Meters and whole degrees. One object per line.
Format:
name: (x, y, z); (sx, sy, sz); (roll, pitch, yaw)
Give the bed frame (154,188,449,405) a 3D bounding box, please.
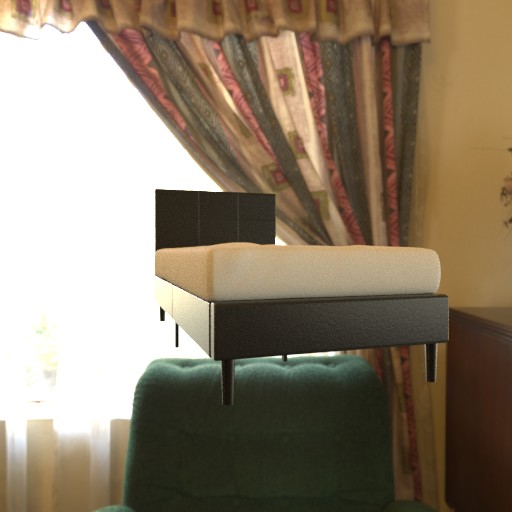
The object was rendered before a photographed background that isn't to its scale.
bed frame: (0.000, 0.000, 2.555); (1.038, 1.046, 2.152); (0, 1, -18)
